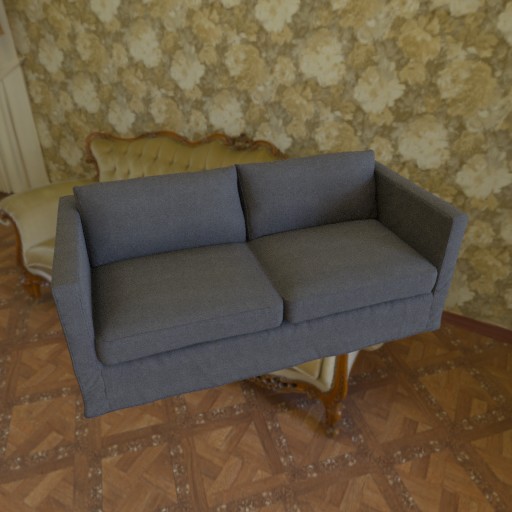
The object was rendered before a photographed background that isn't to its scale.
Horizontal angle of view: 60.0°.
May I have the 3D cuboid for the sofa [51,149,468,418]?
[{"bbox_3d":[0.000,0.000,2.443,1.982,0.855,0.953,-10,33,-16],"label":"sofa"}]
